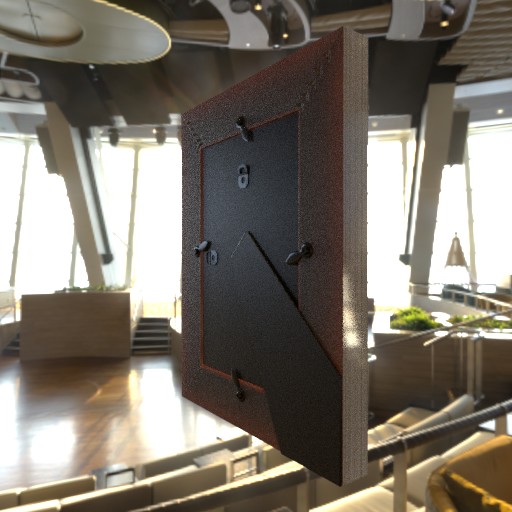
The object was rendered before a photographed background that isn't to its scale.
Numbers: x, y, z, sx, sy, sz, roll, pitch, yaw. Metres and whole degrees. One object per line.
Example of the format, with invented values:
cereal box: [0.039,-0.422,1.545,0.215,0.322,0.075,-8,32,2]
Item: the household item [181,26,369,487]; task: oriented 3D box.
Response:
household item: [0.000,0.000,0.280,0.025,0.216,0.165,0,0,-37]
